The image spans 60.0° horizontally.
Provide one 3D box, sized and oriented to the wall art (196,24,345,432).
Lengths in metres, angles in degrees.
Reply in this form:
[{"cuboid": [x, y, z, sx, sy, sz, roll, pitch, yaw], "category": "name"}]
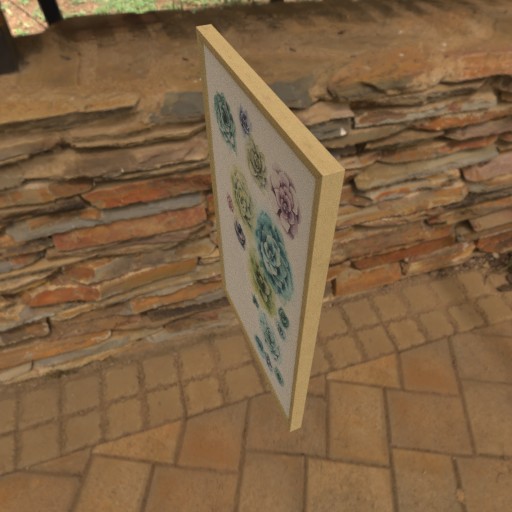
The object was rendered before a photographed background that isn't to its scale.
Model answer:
[{"cuboid": [0.000, 0.000, 0.995, 0.039, 0.810, 0.510, -17, 50, -15], "category": "wall art"}]
